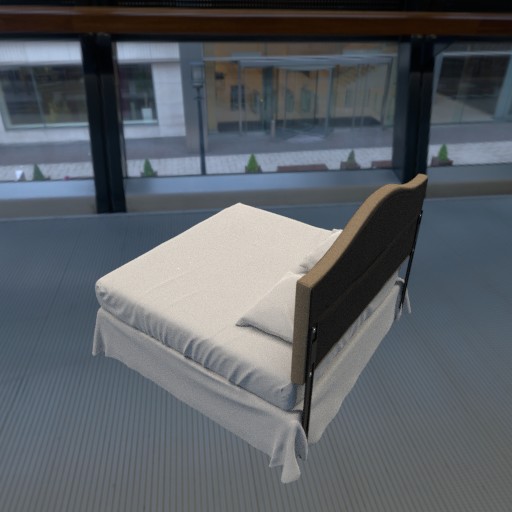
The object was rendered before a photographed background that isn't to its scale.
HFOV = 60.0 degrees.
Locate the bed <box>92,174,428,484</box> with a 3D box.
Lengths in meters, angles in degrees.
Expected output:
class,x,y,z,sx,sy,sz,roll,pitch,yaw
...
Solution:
class,x,y,z,sx,sy,sz,roll,pitch,yaw
bed,0.000,0.000,3.802,2.222,1.651,2.311,20,37,30
